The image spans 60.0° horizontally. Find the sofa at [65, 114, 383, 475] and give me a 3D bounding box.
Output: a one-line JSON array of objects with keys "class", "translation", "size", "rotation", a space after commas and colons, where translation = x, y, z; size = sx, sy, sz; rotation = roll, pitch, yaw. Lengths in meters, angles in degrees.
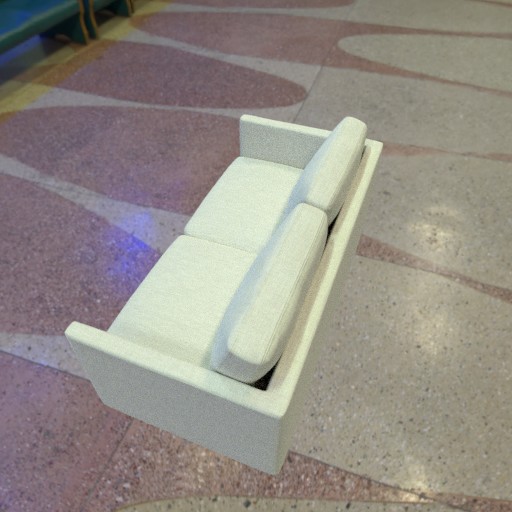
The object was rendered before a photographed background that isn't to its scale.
[{"class": "sofa", "translation": [0.000, 0.000, 2.398], "size": [0.950, 0.963, 1.838], "rotation": [16, 49, 15]}]
